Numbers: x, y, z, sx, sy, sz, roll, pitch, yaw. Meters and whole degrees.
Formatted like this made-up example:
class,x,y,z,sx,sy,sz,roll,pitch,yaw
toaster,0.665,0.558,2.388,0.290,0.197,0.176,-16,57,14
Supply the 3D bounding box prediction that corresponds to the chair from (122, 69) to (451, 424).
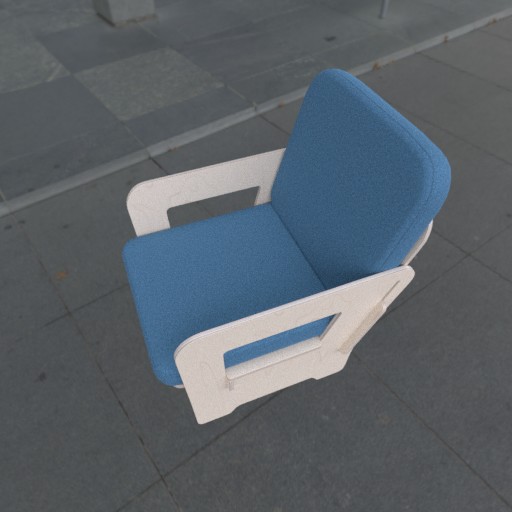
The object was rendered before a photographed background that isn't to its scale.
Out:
class,x,y,z,sx,sy,sz,roll,pitch,yaw
chair,0.000,0.000,1.164,0.657,0.747,0.547,-17,50,-15
